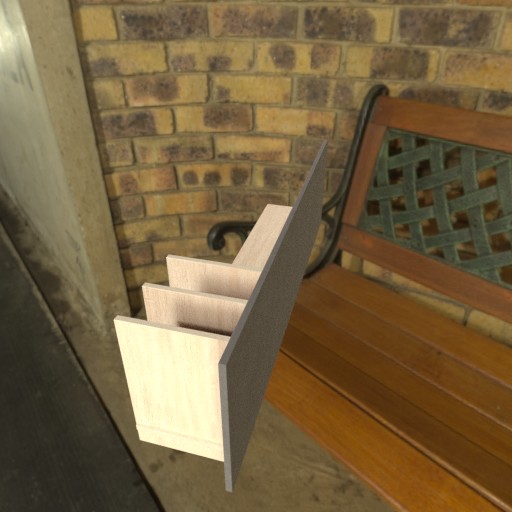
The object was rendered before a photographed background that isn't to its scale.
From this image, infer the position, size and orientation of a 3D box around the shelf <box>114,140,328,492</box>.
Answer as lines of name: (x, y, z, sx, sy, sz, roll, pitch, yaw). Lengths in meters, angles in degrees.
shelf: (0.000, 0.000, 1.112, 0.200, 0.300, 1.020, 8, 33, 13)
